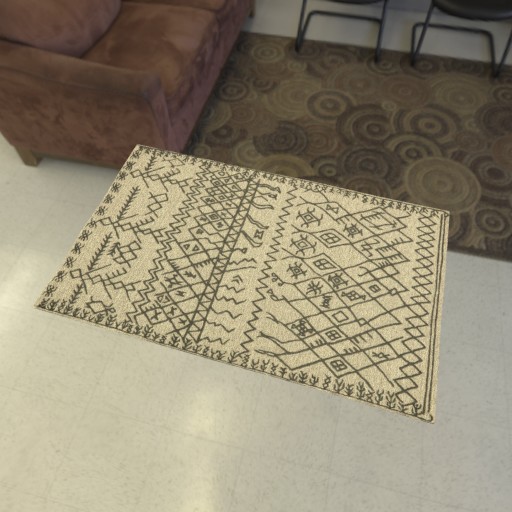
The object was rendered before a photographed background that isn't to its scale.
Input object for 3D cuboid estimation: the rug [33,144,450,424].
[{"bbox_3d":[0.000,0.000,2.968,2.444,0.012,1.530,14,57,9],"label":"rug"}]
